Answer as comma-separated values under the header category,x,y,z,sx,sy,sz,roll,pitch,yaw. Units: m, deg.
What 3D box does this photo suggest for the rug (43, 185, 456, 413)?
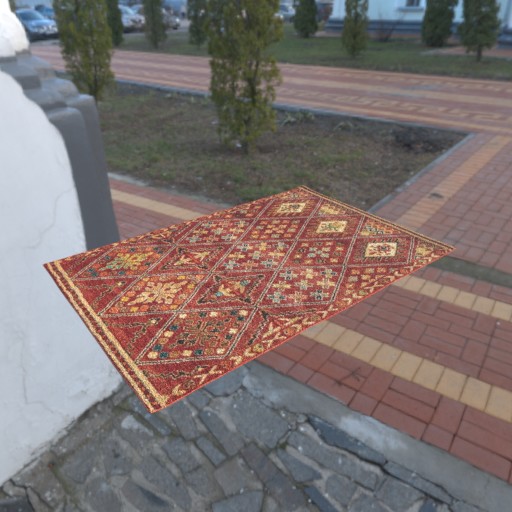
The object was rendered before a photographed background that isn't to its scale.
category,x,y,z,sx,sy,sz,roll,pitch,yaw
rug,0.000,0.000,2.919,2.286,0.026,1.521,-21,36,-33
